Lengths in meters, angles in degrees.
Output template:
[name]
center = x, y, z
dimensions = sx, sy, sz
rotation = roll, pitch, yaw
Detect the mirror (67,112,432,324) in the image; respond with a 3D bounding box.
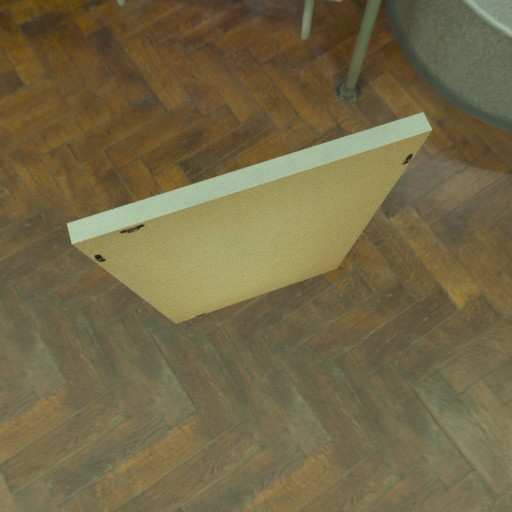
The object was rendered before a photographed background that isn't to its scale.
[mirror]
center = 0.000, 0.000, 1.150
dimensions = 0.609, 0.915, 0.041
rotation = -18, 75, -5
